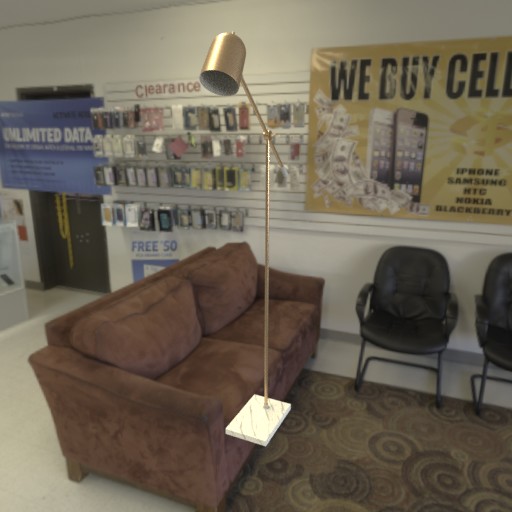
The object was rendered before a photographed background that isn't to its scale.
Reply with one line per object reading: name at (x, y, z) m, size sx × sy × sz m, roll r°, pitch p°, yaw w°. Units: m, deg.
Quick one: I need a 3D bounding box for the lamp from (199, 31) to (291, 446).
lamp at (0.000, 0.000, 1.799) m, size 0.194 × 1.594 × 0.653 m, roll 7°, pitch 17°, yaw 24°
